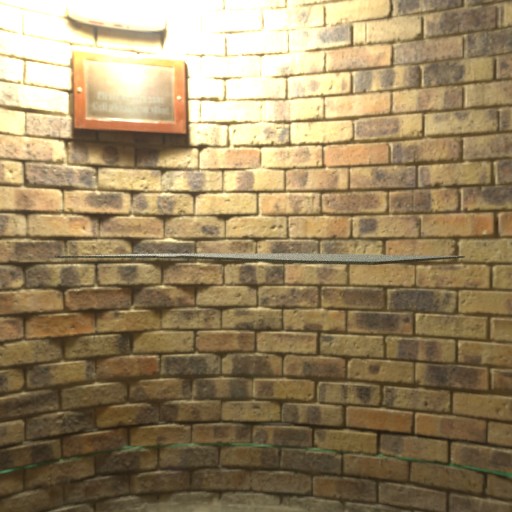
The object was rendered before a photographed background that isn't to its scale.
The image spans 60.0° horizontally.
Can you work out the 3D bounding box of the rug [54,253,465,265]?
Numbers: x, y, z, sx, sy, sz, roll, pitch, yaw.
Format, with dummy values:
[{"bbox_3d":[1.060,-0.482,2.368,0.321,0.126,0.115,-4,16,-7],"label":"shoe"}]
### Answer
[{"bbox_3d":[0.000,0.000,5.308,4.078,0.052,2.802,1,1,37],"label":"rug"}]
